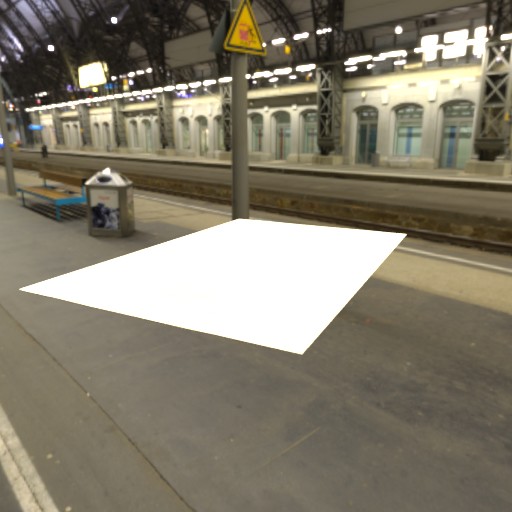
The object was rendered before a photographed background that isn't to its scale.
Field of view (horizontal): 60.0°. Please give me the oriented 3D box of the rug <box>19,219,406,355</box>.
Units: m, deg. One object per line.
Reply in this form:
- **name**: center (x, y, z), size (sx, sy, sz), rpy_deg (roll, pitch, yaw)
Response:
- **rug**: center (0.000, 0.000, 2.327), size (1.234, 0.006, 1.850), rpy_deg (7, 17, 26)
